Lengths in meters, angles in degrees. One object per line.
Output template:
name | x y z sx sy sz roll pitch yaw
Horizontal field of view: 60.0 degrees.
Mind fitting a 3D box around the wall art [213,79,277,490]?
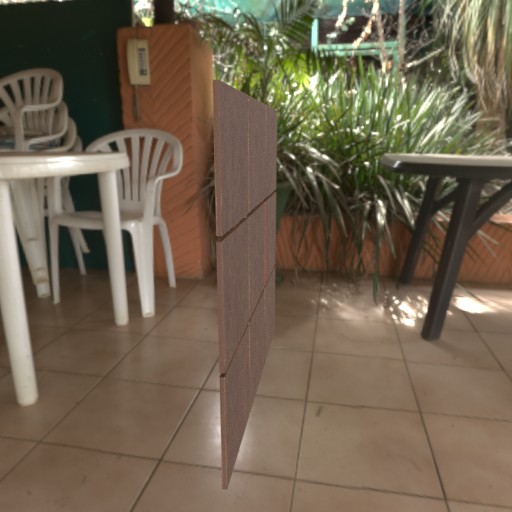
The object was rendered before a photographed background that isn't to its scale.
wall art | 0.000 0.000 1.377 0.013 0.914 0.915 2 15 9
